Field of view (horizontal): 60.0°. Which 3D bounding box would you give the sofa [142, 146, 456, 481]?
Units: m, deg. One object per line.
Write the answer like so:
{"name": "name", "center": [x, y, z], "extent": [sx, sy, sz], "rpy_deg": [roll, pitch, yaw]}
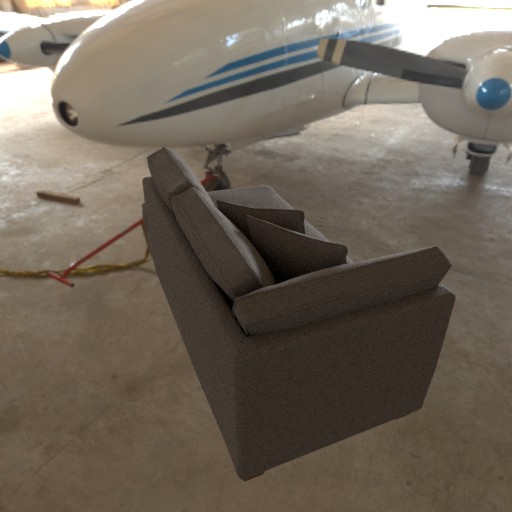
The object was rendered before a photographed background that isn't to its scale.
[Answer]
{"name": "sofa", "center": [0.000, 0.000, 2.836], "extent": [1.110, 1.033, 2.237], "rpy_deg": [-12, 33, -19]}
